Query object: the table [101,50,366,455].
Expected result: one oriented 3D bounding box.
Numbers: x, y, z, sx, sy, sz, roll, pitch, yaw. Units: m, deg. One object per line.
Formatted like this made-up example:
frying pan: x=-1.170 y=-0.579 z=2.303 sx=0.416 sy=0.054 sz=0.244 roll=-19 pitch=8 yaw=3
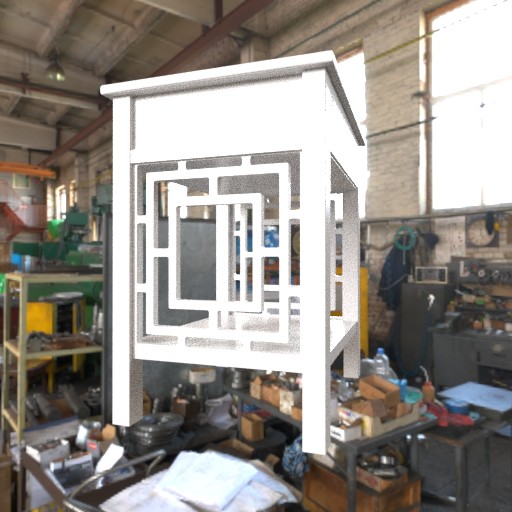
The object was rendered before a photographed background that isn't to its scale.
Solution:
table: x=0.000 y=0.000 z=1.034 sx=0.451 sy=0.646 sz=0.564 roll=0 pitch=0 yaw=19
